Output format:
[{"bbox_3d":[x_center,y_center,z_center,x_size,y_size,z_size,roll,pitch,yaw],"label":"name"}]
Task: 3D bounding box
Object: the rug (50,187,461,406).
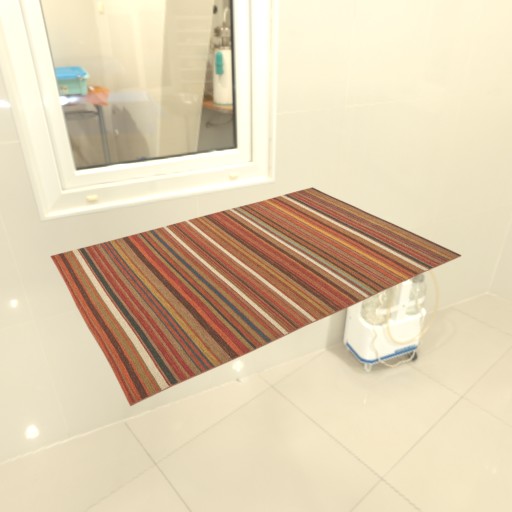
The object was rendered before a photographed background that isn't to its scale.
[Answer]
[{"bbox_3d":[0.000,0.000,2.362,1.828,0.007,1.217,-18,34,-29],"label":"rug"}]
